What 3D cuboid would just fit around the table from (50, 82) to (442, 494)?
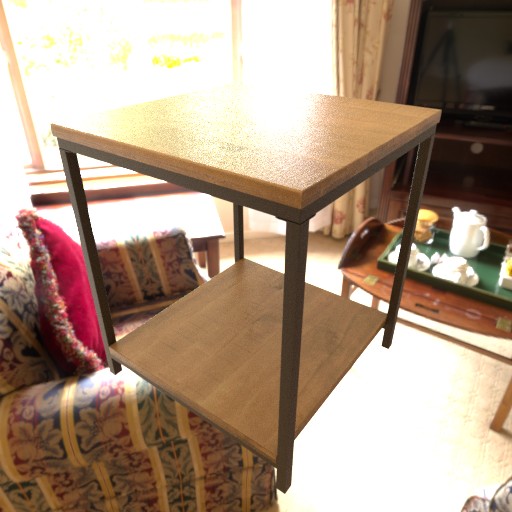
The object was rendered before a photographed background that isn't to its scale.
[{"bbox_3d":[0.000,0.000,0.952,0.507,0.589,0.503,21,37,31],"label":"table"}]
